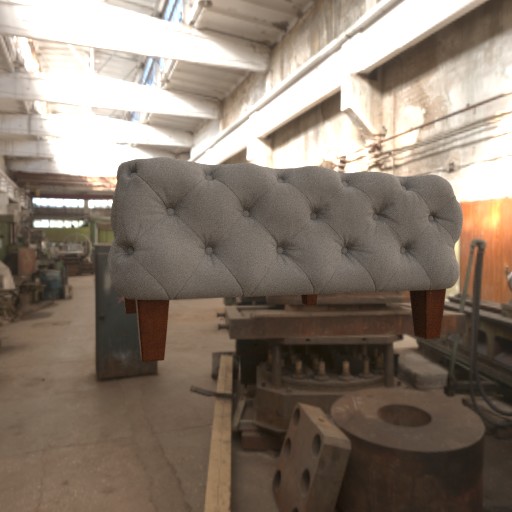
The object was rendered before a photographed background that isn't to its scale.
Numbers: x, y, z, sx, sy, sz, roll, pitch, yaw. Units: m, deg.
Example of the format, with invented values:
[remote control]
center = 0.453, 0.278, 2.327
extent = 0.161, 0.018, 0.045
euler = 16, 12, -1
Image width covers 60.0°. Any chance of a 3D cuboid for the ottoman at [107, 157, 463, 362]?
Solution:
[ottoman]
center = 0.000, 0.000, 1.441
extent = 0.911, 0.439, 0.917
euler = 0, 1, -19
